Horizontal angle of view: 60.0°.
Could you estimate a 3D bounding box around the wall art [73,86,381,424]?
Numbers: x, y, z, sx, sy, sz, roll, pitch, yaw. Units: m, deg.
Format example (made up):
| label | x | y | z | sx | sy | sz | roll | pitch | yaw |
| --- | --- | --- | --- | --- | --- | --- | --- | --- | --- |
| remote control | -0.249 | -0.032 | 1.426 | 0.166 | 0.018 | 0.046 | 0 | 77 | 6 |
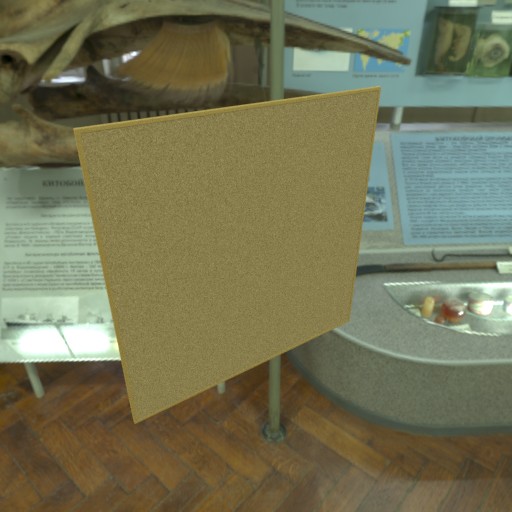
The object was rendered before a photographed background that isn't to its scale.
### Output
| label | x | y | z | sx | sy | sz | roll | pitch | yaw |
| --- | --- | --- | --- | --- | --- | --- | --- | --- | --- |
| wall art | 0.000 | 0.000 | 1.446 | 0.962 | 0.959 | 0.013 | -19 | 35 | -29 |
